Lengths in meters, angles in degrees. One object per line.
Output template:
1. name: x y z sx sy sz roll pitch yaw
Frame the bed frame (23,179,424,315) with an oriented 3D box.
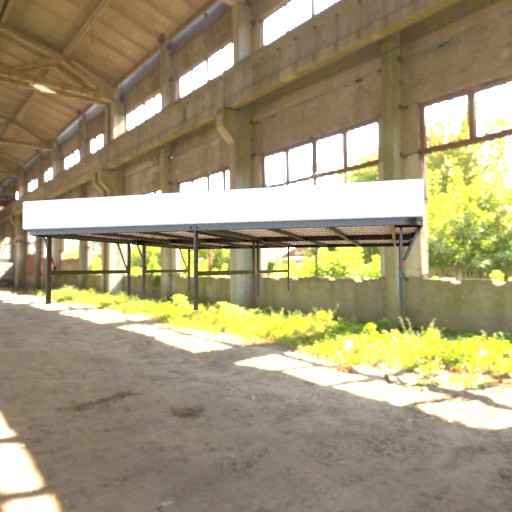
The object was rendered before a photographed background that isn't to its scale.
1. bed frame: 0.000 0.000 2.997 2.032 0.559 1.930 0 -2 18
